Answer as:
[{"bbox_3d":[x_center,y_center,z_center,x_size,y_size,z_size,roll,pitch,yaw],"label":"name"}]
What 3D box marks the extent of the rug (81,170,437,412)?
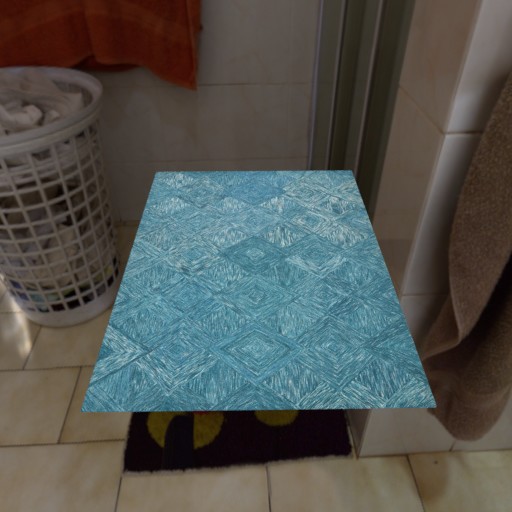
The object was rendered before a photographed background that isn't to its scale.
[{"bbox_3d":[0.000,0.000,4.221,2.405,0.027,3.217,-1,40,-1],"label":"rug"}]
